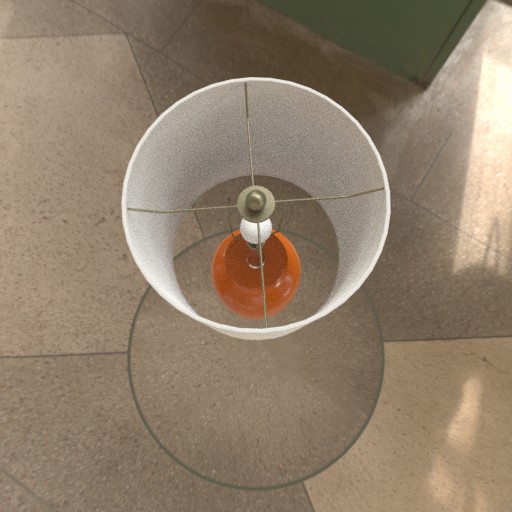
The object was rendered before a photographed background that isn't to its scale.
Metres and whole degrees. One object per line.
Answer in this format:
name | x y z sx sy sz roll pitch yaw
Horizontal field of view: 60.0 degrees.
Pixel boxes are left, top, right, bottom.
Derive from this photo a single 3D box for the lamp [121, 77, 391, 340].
lamp | 0.000 0.000 1.113 0.418 0.871 0.418 33 80 7
